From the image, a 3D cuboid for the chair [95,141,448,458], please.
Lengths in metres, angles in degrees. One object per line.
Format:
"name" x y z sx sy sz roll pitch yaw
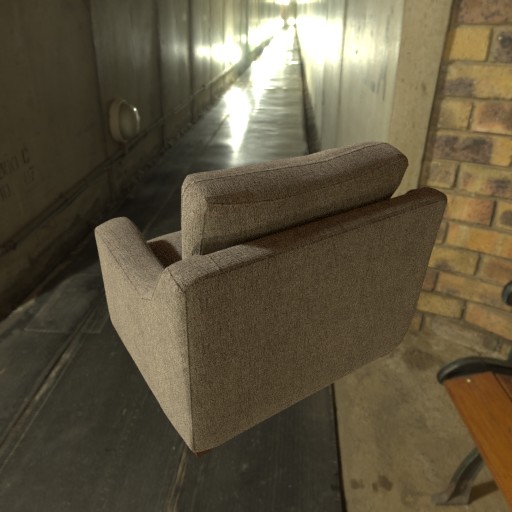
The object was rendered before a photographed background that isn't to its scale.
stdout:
"chair" 0.000 0.000 1.933 1.138 1.037 1.009 -18 35 -28
